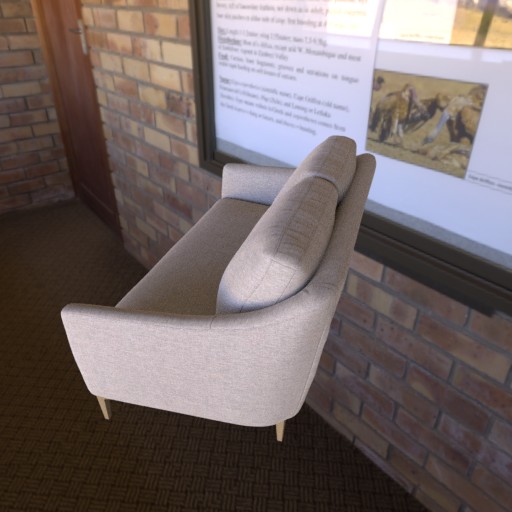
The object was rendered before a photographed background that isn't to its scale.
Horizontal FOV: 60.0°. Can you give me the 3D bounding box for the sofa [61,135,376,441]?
[{"bbox_3d":[0.000,0.000,2.154,0.960,0.904,1.619,10,32,15],"label":"sofa"}]
